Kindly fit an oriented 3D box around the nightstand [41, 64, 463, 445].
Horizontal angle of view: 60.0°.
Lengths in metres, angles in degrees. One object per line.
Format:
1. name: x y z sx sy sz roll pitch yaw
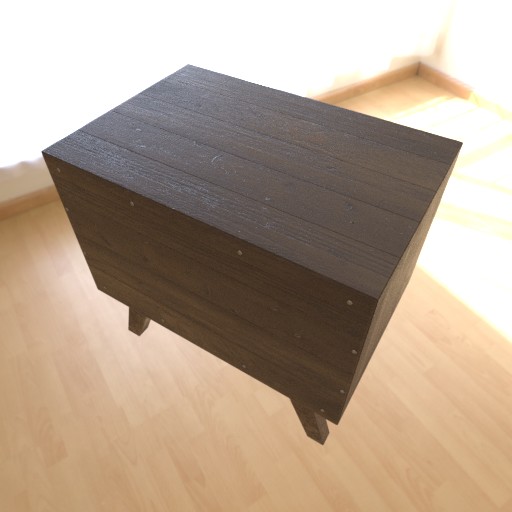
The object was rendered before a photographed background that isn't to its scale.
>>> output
1. nightstand: 0.000 0.000 1.040 0.650 0.599 0.450 24 51 21
